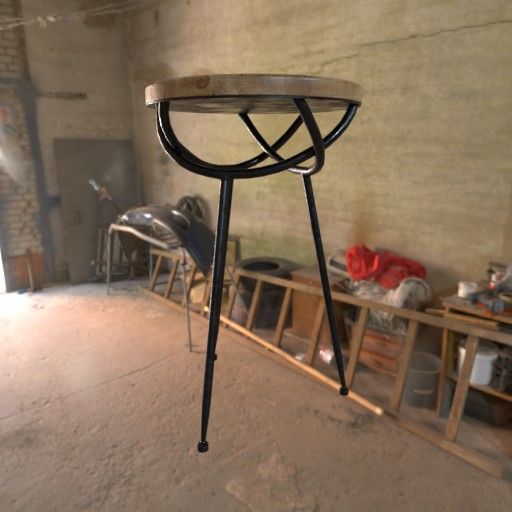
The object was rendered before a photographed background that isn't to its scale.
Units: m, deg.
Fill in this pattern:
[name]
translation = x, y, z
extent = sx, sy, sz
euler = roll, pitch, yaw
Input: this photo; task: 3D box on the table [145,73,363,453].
[table]
translation = 0.000, 0.000, 0.935
extent = 0.418, 0.664, 0.414
euler = 3, 15, 10
